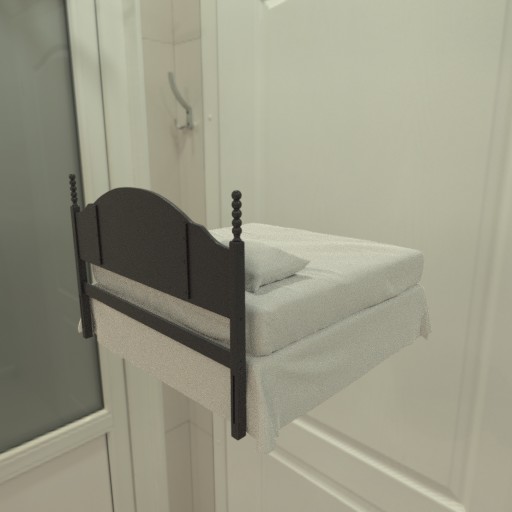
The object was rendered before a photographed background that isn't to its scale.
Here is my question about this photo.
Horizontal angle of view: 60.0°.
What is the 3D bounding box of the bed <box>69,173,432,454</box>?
[{"bbox_3d":[0.000,0.000,3.661,2.322,1.355,2.219,14,19,43],"label":"bed"}]
